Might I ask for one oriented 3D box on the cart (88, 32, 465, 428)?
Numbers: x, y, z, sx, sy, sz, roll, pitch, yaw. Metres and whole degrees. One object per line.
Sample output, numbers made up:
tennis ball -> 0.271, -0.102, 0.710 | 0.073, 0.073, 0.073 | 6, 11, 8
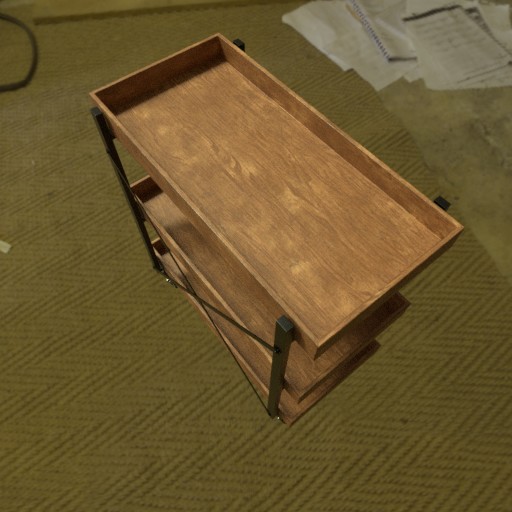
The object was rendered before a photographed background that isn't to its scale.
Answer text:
cart -> 0.000, 0.000, 1.232 | 0.411, 0.800, 0.750 | -35, 65, -19
